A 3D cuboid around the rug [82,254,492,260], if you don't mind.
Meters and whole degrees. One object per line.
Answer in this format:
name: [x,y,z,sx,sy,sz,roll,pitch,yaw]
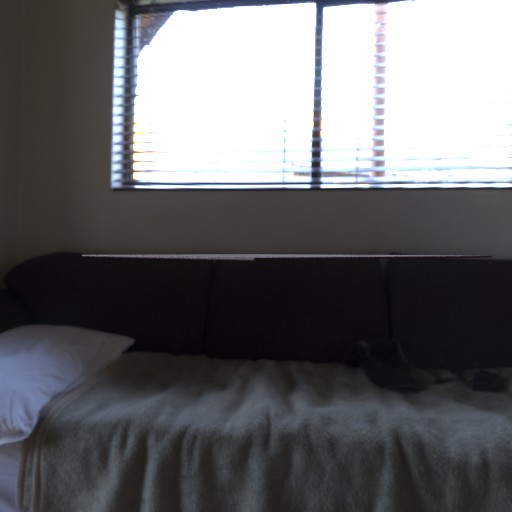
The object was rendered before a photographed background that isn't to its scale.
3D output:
rug: [0.000,0.000,2.860,1.599,0.011,2.210,0,1,-36]
